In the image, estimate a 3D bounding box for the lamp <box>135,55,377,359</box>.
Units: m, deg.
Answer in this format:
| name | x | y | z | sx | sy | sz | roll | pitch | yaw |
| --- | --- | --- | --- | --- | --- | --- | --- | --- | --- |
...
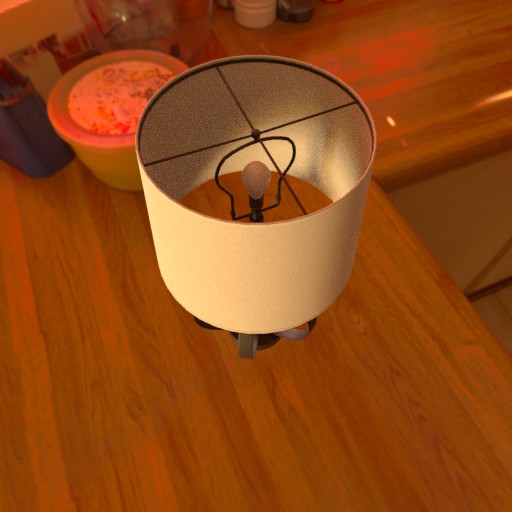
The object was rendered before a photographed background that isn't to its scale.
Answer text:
| name | x | y | z | sx | sy | sz | roll | pitch | yaw |
| --- | --- | --- | --- | --- | --- | --- | --- | --- | --- |
| lamp | 0.000 | 0.000 | 0.682 | 0.286 | 0.510 | 0.286 | 0 | 58 | 0 |
